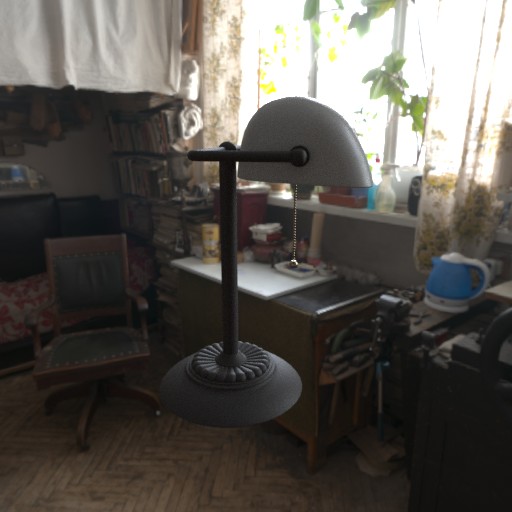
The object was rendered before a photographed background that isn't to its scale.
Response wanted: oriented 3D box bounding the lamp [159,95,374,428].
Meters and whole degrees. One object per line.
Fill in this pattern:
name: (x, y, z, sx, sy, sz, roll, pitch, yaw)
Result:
lamp: (0.000, 0.000, 0.513, 0.243, 0.339, 0.264, 3, 16, 10)
